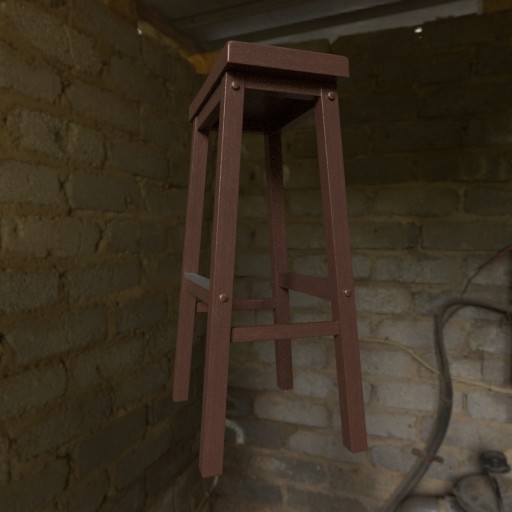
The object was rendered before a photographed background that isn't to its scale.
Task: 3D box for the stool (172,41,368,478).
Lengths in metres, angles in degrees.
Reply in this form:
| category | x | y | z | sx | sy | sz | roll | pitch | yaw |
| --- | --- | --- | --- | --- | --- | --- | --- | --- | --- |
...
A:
| category | x | y | z | sx | sy | sz | roll | pitch | yaw |
| --- | --- | --- | --- | --- | --- | --- | --- | --- | --- |
| stool | 0.000 | 0.000 | 0.983 | 0.322 | 0.742 | 0.406 | -1 | 2 | -18 |
